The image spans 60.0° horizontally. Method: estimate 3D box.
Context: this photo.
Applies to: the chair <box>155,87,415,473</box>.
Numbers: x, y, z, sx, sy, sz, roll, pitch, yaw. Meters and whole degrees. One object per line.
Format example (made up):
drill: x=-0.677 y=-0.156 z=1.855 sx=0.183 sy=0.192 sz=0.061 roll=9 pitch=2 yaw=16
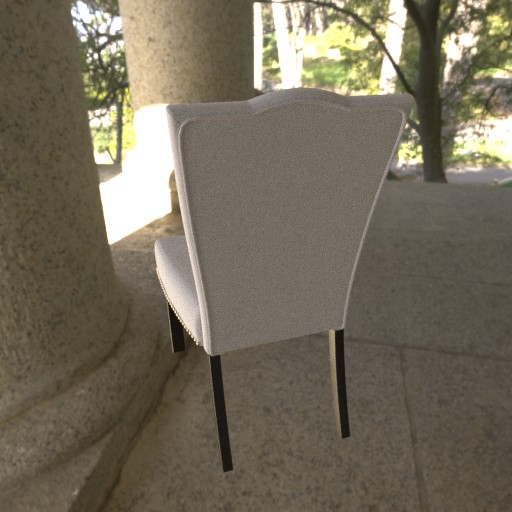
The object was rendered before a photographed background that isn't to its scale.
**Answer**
chair: x=0.000 y=0.000 z=1.243 sx=0.518 sy=0.946 sz=0.589 roll=-9 pitch=29 yaw=-16
